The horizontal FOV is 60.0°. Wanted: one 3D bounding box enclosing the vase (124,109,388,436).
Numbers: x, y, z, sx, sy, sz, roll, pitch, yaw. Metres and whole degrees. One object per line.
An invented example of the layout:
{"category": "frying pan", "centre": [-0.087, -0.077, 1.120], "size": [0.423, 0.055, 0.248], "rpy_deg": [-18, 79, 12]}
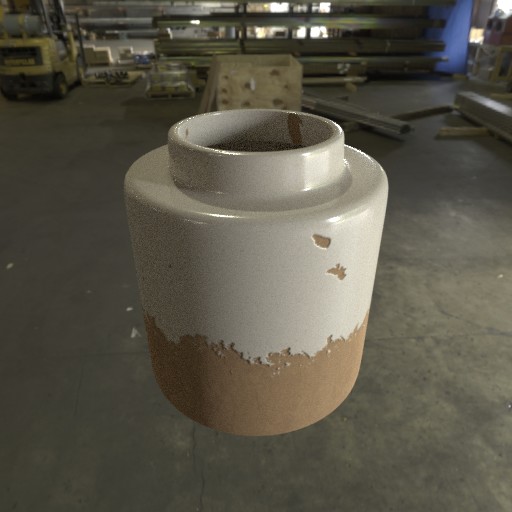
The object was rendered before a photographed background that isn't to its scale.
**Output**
{"category": "vase", "centre": [0.000, 0.000, 0.291], "size": [0.153, 0.167, 0.153], "rpy_deg": [0, 31, 0]}
